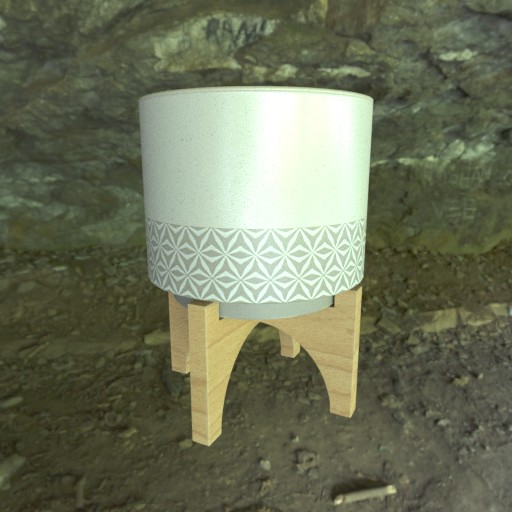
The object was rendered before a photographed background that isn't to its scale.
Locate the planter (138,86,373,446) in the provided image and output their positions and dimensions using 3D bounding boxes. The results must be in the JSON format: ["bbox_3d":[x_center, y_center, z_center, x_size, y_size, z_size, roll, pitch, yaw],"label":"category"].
[{"bbox_3d":[0.000,0.000,0.396,0.188,0.260,0.188,0,13,0],"label":"planter"}]
